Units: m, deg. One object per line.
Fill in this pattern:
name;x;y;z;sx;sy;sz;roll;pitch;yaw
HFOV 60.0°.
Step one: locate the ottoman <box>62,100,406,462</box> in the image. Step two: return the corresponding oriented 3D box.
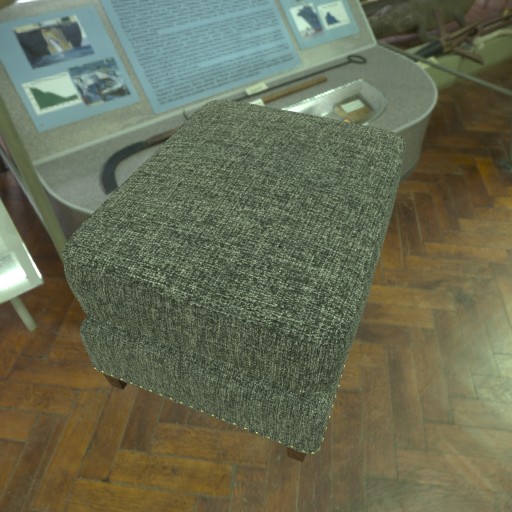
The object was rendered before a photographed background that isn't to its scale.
ottoman;0.000;0.000;1.136;0.589;0.537;0.738;16;48;15
